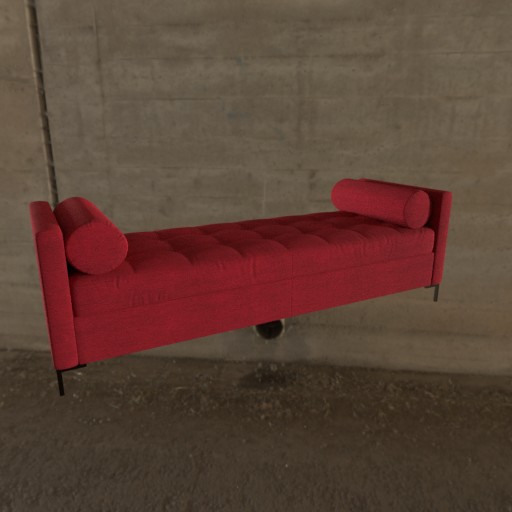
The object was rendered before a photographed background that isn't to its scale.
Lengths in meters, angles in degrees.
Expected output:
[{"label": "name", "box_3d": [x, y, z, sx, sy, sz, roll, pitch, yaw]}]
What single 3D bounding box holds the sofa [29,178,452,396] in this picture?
[{"label": "sofa", "box_3d": [0.000, 0.000, 2.250, 1.981, 0.635, 0.686, -8, 19, -26]}]
